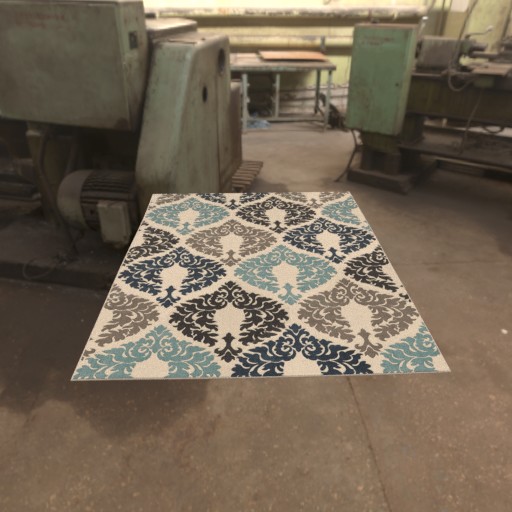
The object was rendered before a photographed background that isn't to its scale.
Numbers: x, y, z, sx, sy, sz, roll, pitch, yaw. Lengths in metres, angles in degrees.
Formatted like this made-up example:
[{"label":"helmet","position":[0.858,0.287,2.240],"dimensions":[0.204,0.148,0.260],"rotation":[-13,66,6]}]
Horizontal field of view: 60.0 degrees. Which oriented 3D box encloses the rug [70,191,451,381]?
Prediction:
[{"label":"rug","position":[0.000,0.000,4.105],"dimensions":[2.423,0.014,3.040],"rotation":[-1,30,-2]}]
